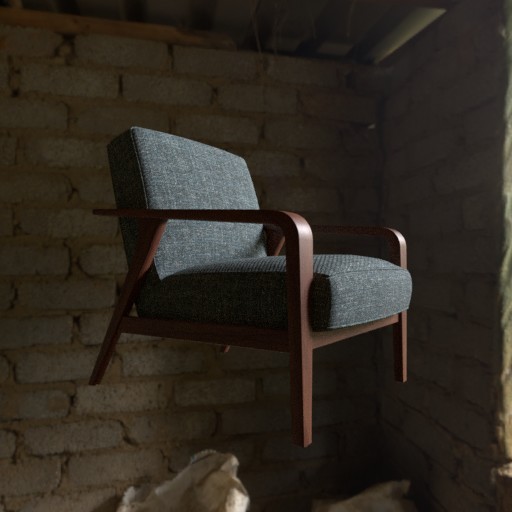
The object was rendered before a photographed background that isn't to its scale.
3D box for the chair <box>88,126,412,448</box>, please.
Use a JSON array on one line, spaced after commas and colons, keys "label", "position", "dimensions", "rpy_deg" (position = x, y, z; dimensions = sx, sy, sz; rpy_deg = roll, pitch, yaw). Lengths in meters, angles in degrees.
[{"label": "chair", "position": [0.000, 0.000, 1.489], "dimensions": [0.889, 0.864, 0.719], "rpy_deg": [0, -1, 37]}]
